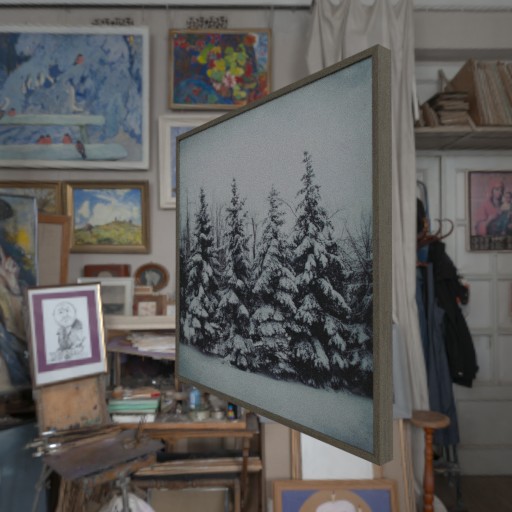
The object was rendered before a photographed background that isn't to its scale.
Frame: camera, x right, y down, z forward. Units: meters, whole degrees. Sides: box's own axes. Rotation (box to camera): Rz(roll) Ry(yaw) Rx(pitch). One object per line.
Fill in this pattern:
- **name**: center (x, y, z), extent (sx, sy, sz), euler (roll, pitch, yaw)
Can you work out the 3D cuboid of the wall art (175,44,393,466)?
- **wall art**: center (0.000, 0.000, 1.103), extent (0.039, 0.758, 0.758), euler (1, -1, -39)
